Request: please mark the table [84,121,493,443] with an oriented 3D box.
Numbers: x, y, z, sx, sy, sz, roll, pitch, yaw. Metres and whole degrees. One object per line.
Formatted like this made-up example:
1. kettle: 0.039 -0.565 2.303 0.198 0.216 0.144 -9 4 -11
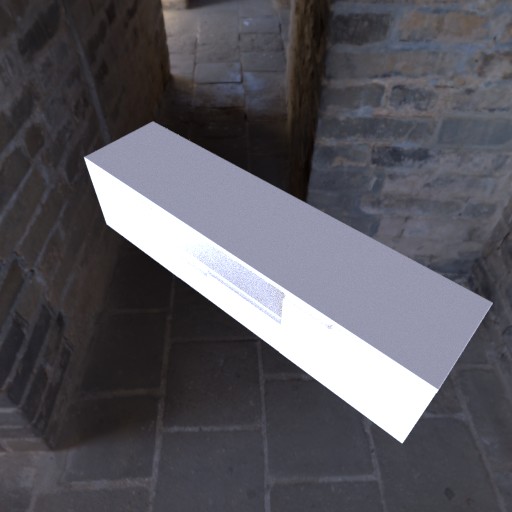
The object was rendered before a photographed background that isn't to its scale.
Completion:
1. table: 0.000 0.000 1.826 1.650 0.420 0.390 33 55 26
